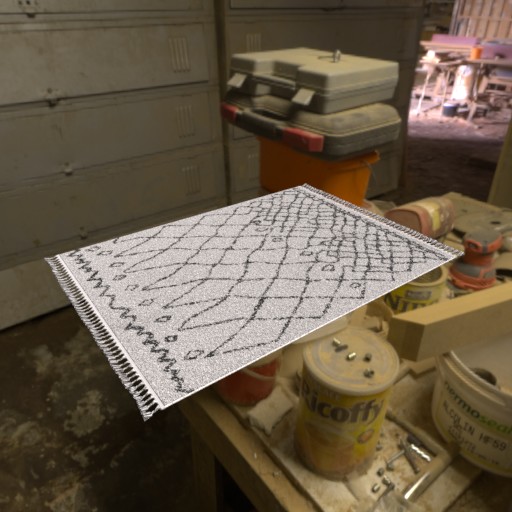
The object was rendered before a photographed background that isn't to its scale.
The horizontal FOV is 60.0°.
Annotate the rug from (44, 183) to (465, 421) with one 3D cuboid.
[{"bbox_3d":[0.000,0.000,2.963,2.312,0.017,1.613,-20,36,-31],"label":"rug"}]
